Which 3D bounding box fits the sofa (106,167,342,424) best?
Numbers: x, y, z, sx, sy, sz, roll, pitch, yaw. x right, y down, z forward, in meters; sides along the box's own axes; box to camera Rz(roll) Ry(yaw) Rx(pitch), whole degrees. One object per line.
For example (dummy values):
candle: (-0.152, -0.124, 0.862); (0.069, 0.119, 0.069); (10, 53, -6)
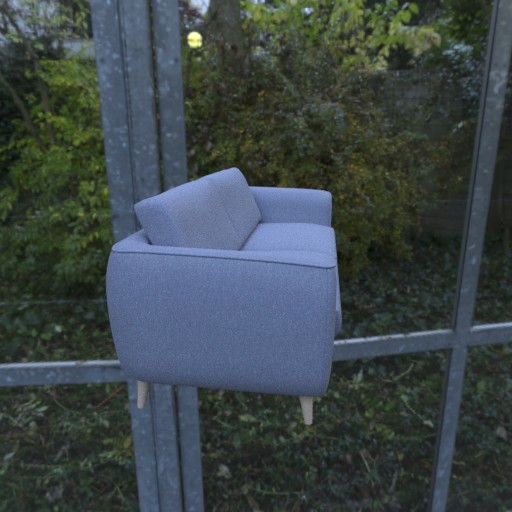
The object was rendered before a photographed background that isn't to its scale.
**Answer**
sofa: (0.000, 0.000, 2.567); (0.920, 0.870, 2.000); (2, 16, 8)
